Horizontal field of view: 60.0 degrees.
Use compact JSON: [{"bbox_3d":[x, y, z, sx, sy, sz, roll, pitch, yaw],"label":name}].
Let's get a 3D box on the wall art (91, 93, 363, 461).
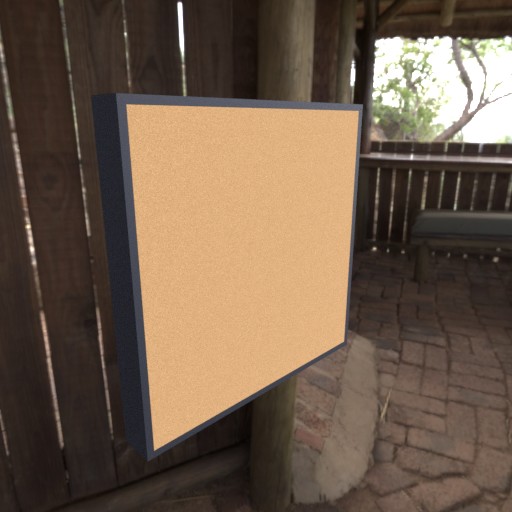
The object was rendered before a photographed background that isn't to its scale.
[{"bbox_3d":[0.000,0.000,0.460,0.304,0.304,0.038,-16,23,-42],"label":"wall art"}]
